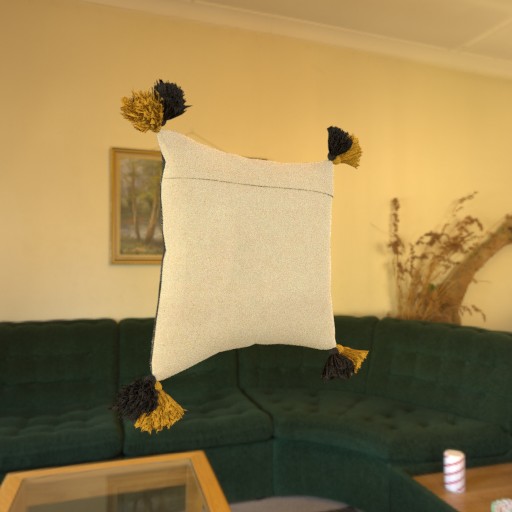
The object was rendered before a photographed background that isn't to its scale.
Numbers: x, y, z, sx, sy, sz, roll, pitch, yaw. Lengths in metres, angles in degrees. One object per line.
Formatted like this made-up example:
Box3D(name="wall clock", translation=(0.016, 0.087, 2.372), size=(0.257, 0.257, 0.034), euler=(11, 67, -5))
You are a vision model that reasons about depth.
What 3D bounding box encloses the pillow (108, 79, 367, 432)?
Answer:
Box3D(name="pillow", translation=(0.000, 0.000, 0.976), size=(0.654, 0.659, 0.139), euler=(1, -2, -35))
